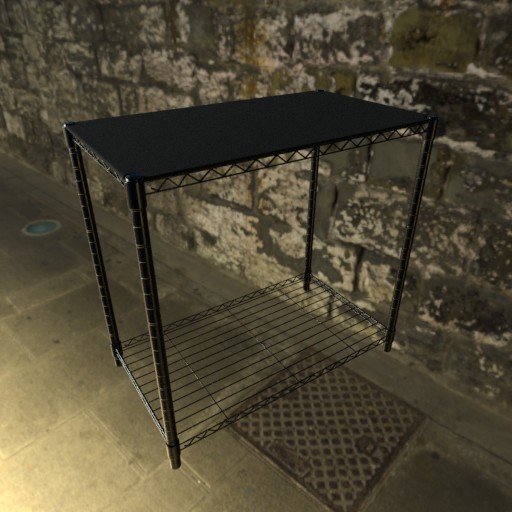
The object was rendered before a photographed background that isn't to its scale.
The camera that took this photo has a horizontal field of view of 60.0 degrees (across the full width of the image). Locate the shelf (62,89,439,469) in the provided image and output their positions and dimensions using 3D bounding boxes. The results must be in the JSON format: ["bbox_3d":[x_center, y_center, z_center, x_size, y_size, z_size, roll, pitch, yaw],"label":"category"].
[{"bbox_3d":[0.000,0.000,0.928,0.589,0.564,0.338,-19,35,-28],"label":"shelf"}]
